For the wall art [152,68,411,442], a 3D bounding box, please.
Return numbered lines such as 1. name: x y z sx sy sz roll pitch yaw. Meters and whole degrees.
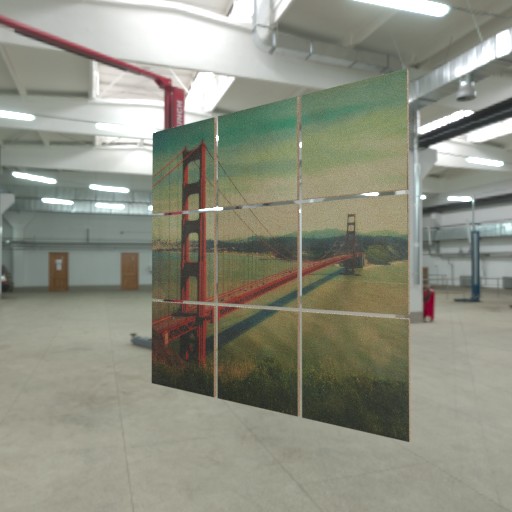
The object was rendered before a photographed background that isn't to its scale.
1. wall art: 0.000 0.000 1.349 0.917 0.910 0.012 -1 -1 35
